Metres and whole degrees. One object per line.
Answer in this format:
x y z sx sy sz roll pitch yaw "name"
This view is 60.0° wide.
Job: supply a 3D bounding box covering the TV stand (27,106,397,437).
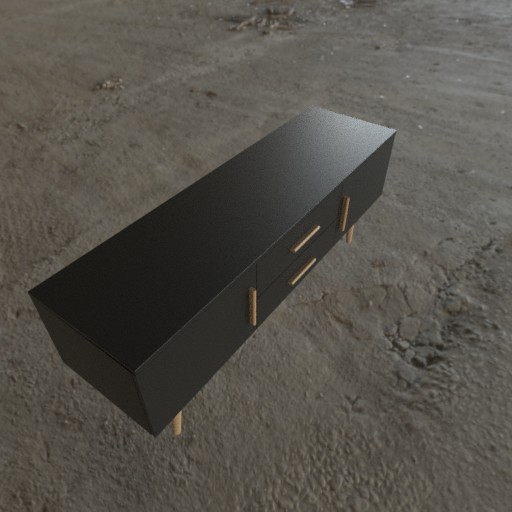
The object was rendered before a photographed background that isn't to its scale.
0.000 0.000 1.539 0.390 0.518 1.312 26 48 26 "TV stand"
